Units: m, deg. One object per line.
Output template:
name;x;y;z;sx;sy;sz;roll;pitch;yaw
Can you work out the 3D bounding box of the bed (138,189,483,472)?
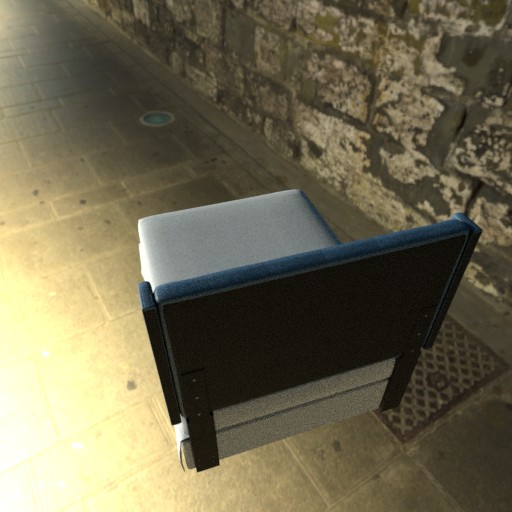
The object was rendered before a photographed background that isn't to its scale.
bed;0.000;0.000;3.290;1.719;1.665;2.078;-12;43;-14
